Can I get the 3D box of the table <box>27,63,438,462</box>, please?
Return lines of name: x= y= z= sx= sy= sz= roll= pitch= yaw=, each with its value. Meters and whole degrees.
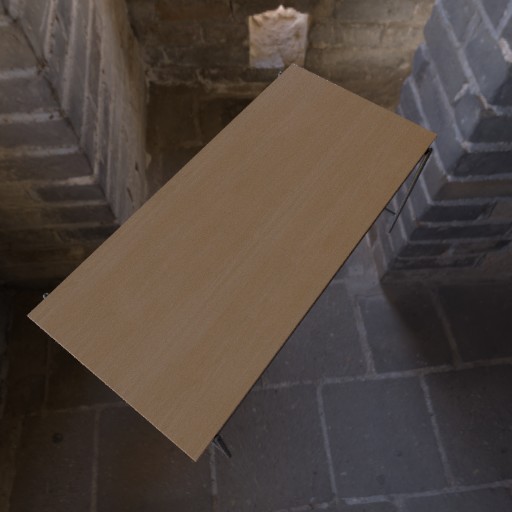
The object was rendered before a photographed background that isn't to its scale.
table: x=0.000 y=0.000 z=2.260 sx=0.900 sy=0.758 sz=1.800 roll=33 pitch=67 yaw=17
